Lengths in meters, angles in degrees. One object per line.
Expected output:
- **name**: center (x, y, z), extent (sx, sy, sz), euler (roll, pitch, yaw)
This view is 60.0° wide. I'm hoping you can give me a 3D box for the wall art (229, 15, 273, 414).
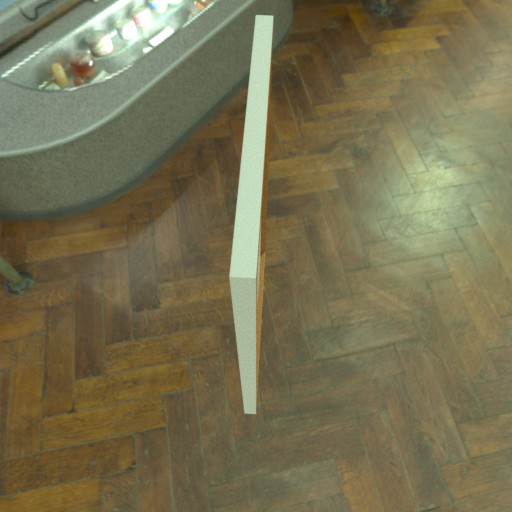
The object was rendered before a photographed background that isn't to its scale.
- **wall art**: center (0.000, 0.000, 0.763), extent (0.025, 0.608, 0.405), euler (3, 59, 2)
